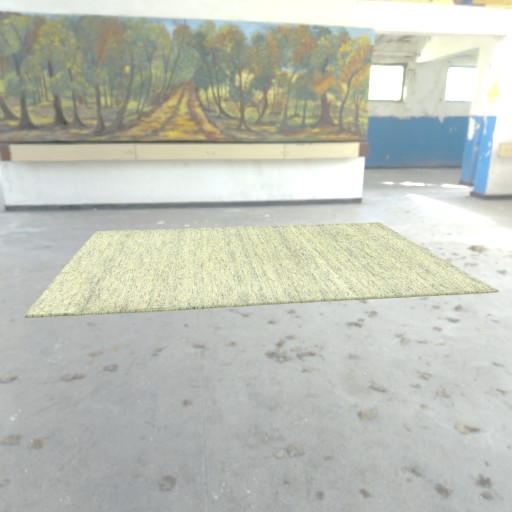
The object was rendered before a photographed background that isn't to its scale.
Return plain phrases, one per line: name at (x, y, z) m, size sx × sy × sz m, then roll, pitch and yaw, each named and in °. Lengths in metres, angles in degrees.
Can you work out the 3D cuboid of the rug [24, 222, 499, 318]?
rug at (0.000, 0.000, 2.276) m, size 1.846 × 0.014 × 1.243 m, roll -2°, pitch 18°, yaw -7°
